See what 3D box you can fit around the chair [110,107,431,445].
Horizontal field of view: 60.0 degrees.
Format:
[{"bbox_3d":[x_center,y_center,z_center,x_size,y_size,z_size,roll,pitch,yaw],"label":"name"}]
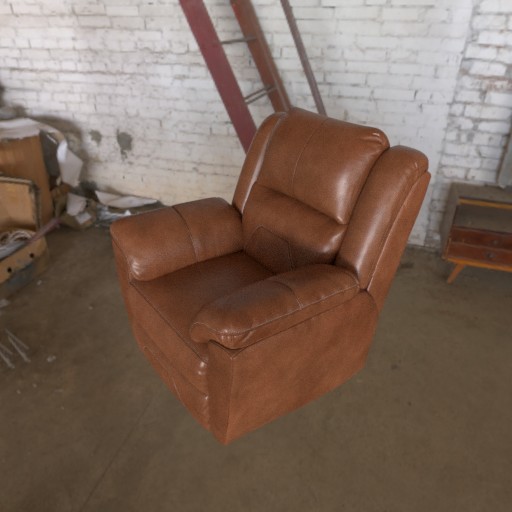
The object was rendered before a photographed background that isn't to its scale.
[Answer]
[{"bbox_3d":[0.000,0.000,1.957,1.041,1.093,0.990,-21,37,-31],"label":"chair"}]
